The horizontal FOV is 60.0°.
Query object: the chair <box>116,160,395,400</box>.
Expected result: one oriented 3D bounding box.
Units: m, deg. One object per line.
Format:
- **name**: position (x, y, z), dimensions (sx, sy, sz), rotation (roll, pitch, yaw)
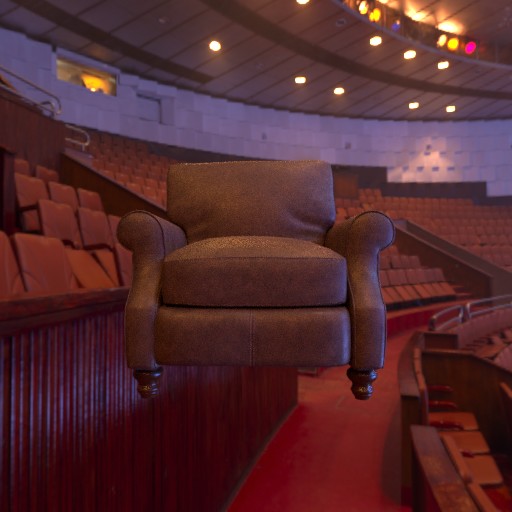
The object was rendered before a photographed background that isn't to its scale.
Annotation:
- **chair**: position (0.000, 0.000, 1.889), dimensions (0.996, 0.976, 1.002), rotation (0, -1, 0)
